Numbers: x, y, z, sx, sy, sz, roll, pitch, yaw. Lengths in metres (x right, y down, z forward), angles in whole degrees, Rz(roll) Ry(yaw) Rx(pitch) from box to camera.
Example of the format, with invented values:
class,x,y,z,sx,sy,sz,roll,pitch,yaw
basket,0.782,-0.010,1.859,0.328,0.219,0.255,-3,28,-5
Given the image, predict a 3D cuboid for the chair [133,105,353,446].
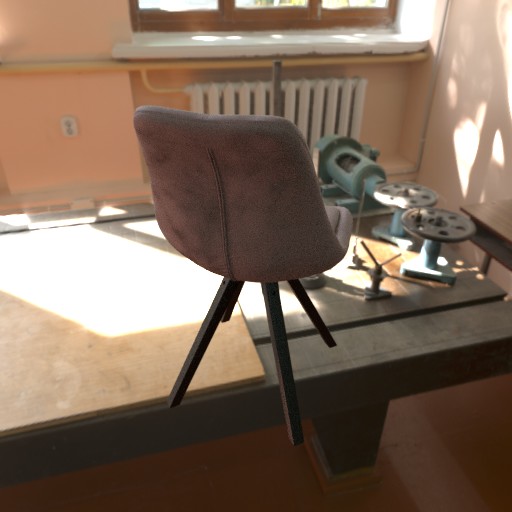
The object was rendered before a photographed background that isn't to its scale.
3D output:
class,x,y,z,sx,sy,sz,roll,pitch,yaw
chair,0.000,0.000,1.194,0.483,0.865,0.547,10,32,17
